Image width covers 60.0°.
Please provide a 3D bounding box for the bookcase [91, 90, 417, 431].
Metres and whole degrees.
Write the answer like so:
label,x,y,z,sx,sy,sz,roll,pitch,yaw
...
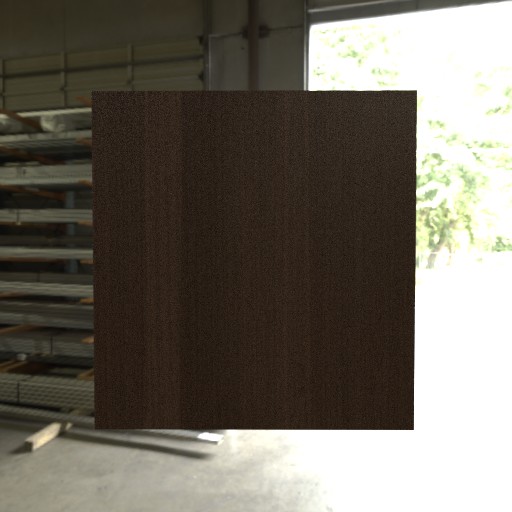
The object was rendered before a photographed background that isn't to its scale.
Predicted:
label,x,y,z,sx,sy,sz,roll,pitch,yaw
bookcase,0.000,0.000,0.605,0.290,0.305,0.415,0,1,1
